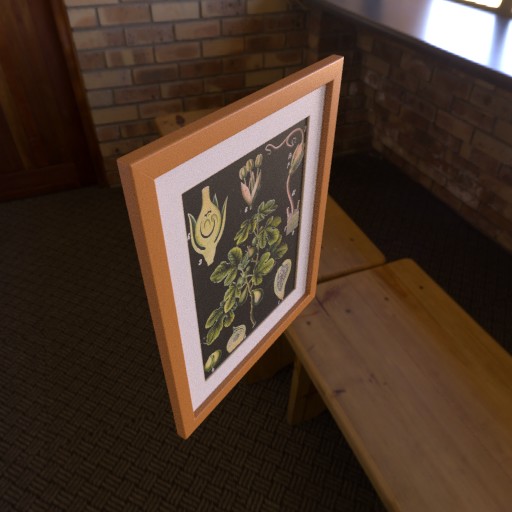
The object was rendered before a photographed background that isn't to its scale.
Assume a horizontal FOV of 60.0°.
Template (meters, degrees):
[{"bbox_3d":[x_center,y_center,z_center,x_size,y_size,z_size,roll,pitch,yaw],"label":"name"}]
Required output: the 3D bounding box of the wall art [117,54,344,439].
[{"bbox_3d":[0.000,0.000,0.524,0.015,0.379,0.310,26,46,27],"label":"wall art"}]
